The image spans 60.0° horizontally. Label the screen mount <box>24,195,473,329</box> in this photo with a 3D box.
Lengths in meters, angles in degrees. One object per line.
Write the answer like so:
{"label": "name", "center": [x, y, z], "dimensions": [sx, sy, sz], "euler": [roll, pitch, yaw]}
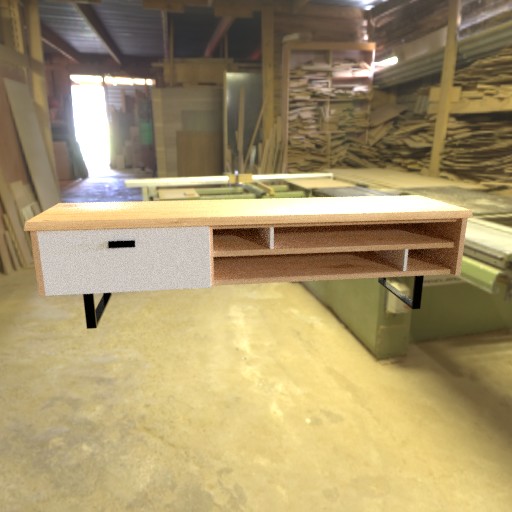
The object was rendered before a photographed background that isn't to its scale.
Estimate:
{"label": "screen mount", "center": [0.000, 0.000, 1.926], "dimensions": [1.700, 0.430, 0.450], "euler": [-2, 16, -8]}
